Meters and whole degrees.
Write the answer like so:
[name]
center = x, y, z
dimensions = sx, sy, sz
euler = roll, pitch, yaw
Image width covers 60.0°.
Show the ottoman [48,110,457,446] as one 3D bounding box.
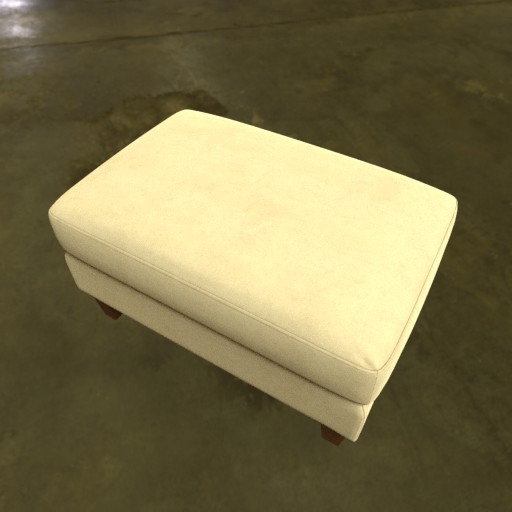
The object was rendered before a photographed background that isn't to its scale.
[ottoman]
center = 0.000, 0.000, 1.194
dimensions = 0.864, 0.483, 0.584
euler = 24, 52, 20
